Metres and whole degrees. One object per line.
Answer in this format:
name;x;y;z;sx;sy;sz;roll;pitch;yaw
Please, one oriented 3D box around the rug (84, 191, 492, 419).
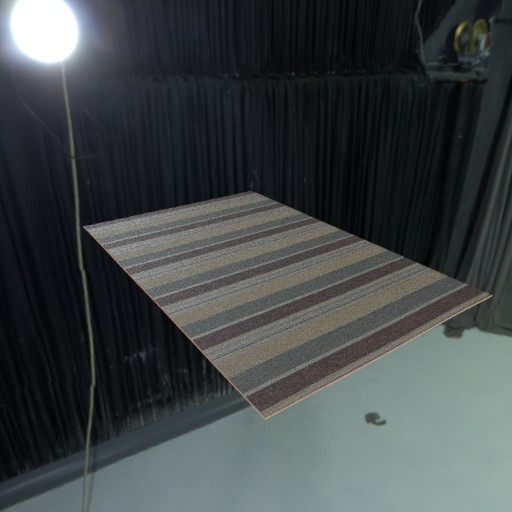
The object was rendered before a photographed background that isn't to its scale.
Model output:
rug;0.000;0.000;2.278;1.219;0.008;1.829;-17;31;-31
